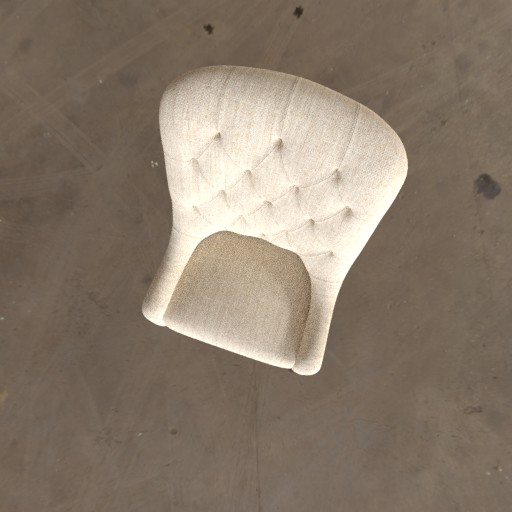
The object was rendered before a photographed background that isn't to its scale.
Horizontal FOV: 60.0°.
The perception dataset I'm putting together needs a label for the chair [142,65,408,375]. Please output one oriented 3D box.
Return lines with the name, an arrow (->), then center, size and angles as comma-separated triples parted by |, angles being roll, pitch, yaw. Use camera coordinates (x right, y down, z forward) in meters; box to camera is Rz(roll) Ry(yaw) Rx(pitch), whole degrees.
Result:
chair -> 0.000, 0.000, 1.460 | 0.634, 1.091, 0.629 | 18, 77, 4
